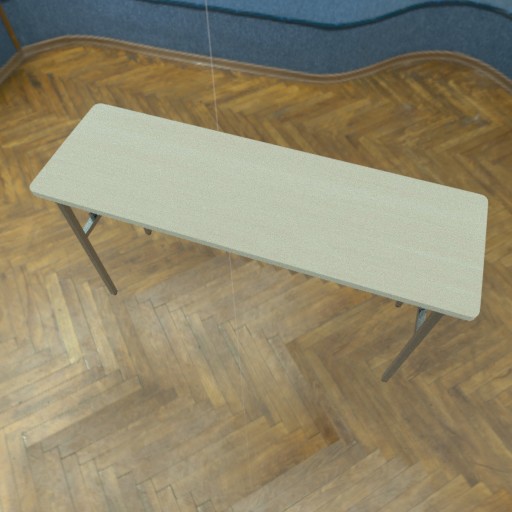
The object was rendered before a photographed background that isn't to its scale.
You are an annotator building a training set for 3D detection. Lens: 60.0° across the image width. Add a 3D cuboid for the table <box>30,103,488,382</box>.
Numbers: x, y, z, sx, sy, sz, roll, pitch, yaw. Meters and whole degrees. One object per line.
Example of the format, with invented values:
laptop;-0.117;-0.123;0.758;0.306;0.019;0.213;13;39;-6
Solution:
table;0.000;0.000;1.719;1.397;0.750;0.446;16;59;10
